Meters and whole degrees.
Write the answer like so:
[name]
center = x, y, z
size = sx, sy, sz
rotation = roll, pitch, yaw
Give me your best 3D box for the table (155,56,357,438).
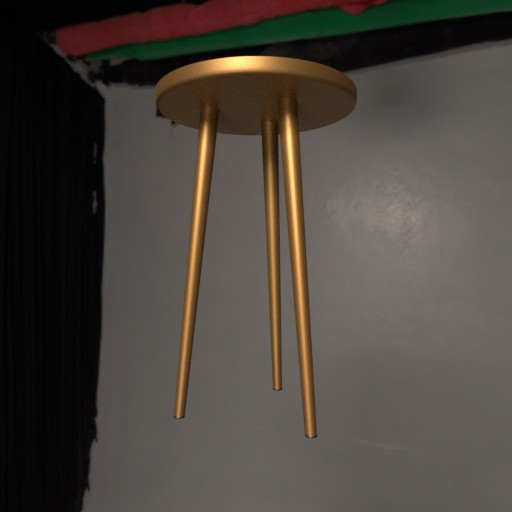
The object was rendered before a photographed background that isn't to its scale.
[table]
center = 0.000, 0.000, 0.678
size = 0.299, 0.480, 0.299
rotation = 0, 1, 17
